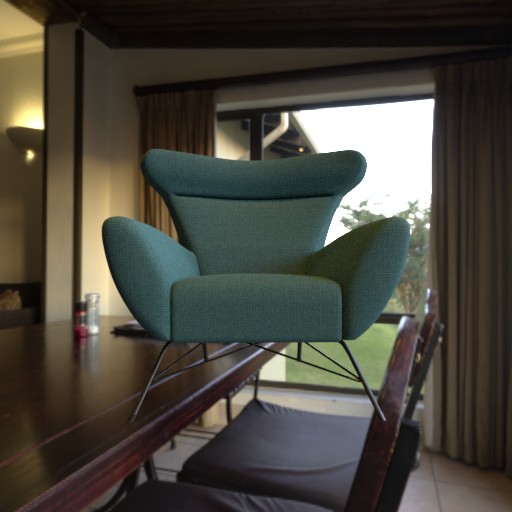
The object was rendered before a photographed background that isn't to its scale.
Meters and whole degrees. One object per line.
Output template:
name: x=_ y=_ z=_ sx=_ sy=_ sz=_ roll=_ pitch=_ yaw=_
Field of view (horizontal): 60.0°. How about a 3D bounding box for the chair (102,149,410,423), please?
chair: x=0.000 y=0.000 z=1.757 sx=1.050 sy=0.980 sz=0.900 roll=0 pitch=0 yaw=-1
